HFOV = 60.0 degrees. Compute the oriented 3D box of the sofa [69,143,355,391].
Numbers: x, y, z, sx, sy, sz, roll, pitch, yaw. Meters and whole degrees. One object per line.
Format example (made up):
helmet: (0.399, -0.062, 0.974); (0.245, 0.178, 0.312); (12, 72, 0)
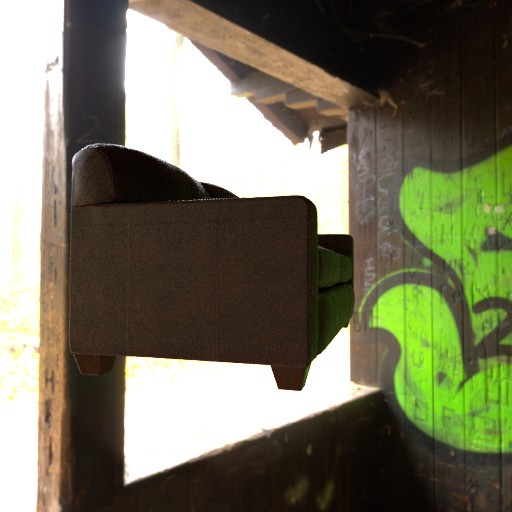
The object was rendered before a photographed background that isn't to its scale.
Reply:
sofa: (0.000, 0.000, 2.463); (1.000, 0.966, 1.856); (-1, -2, 17)
